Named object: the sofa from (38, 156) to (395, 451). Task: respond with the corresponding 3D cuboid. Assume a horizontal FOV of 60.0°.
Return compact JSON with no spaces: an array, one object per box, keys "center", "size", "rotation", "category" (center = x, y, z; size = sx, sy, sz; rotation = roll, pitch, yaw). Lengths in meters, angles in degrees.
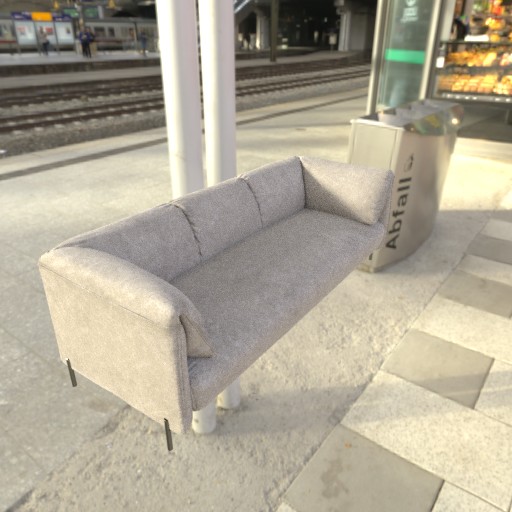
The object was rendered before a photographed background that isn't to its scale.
[{"center":[0.000,0.000,2.690],"size":[0.899,0.758,2.238],"rotation":[17,31,31],"category":"sofa"}]
